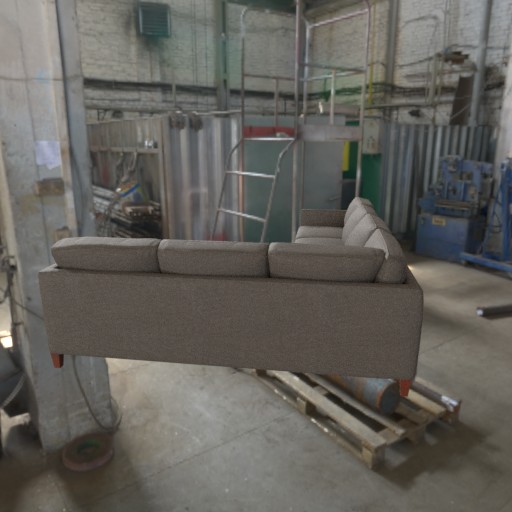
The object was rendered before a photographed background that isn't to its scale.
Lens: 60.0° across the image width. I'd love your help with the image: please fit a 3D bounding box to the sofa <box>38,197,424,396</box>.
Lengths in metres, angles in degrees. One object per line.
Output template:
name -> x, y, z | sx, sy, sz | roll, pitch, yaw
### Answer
sofa -> 0.000, 0.000, 4.465 | 2.593, 0.947, 3.302 | 2, 15, 8
